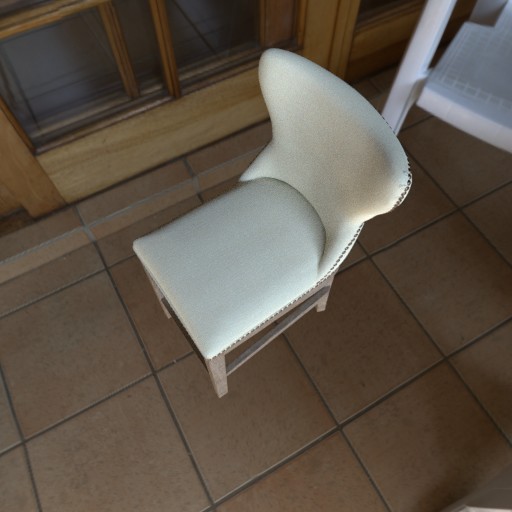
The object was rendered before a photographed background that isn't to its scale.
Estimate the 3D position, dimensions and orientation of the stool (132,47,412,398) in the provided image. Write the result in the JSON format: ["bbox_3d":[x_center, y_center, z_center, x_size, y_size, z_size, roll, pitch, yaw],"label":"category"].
[{"bbox_3d":[0.000,0.000,1.344,0.608,0.981,0.498,-32,68,-15],"label":"stool"}]
